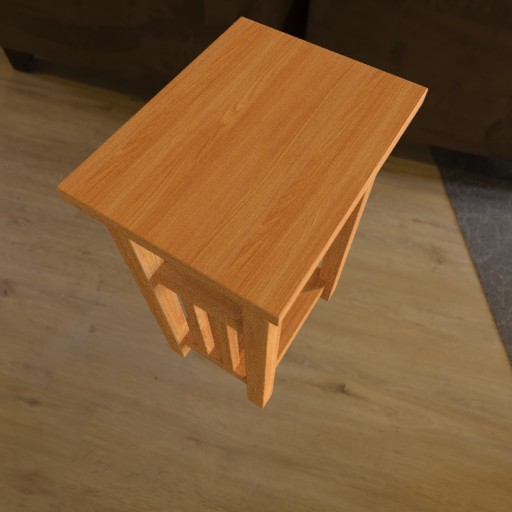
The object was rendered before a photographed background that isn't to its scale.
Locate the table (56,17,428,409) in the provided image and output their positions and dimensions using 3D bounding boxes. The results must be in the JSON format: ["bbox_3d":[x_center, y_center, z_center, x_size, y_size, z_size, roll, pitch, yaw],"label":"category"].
[{"bbox_3d":[0.000,0.000,0.735,0.270,0.550,0.350,29,64,15],"label":"table"}]
